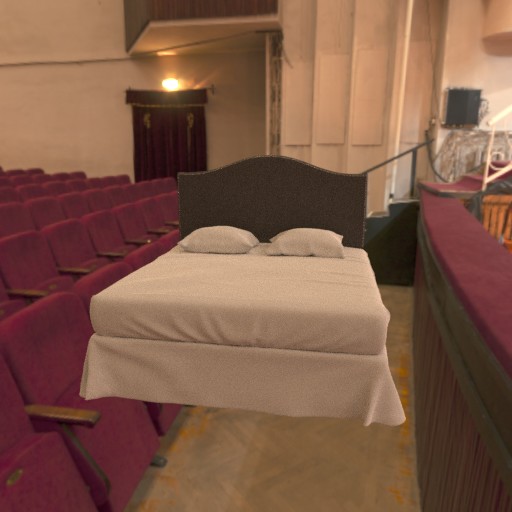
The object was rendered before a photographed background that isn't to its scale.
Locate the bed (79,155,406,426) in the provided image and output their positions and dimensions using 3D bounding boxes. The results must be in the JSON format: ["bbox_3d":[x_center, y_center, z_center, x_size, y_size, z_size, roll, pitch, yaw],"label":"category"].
[{"bbox_3d":[0.000,0.000,3.751,2.314,1.651,2.219,2,13,9],"label":"bed"}]
